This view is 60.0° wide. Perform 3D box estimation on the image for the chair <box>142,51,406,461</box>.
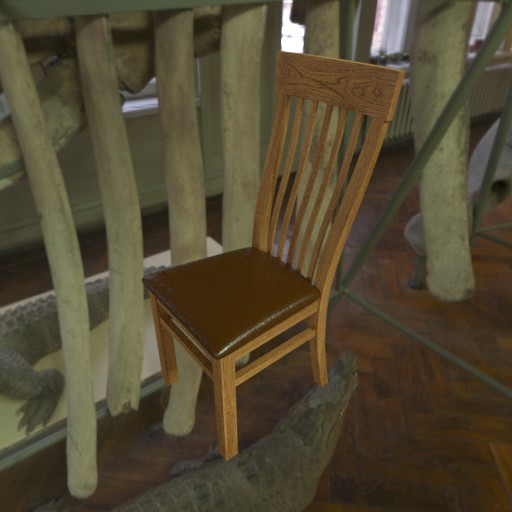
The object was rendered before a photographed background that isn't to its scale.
[{"bbox_3d":[0.000,0.000,1.337,0.580,1.050,0.450,-22,38,-31],"label":"chair"}]
